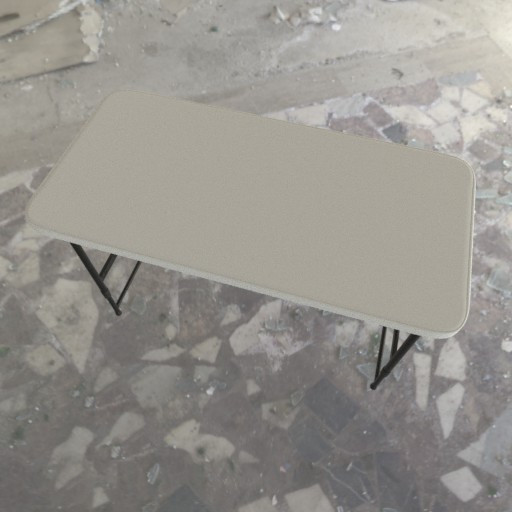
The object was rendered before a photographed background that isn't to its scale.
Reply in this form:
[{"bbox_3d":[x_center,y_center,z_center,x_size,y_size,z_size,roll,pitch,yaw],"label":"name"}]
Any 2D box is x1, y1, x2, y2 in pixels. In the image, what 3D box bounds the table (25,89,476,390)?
[{"bbox_3d":[0.000,0.000,1.596,1.219,0.737,0.610,14,59,9],"label":"table"}]
